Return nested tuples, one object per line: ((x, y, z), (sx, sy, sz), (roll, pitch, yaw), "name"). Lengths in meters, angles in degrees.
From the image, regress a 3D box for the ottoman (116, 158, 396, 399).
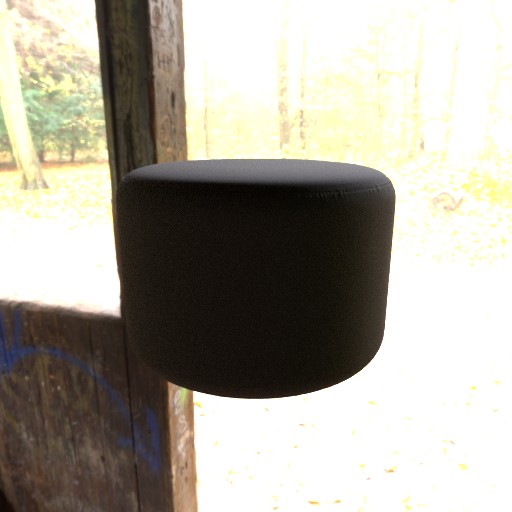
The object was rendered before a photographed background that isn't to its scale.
((0.000, 0.000, 1.042), (0.608, 0.433, 0.608), (0, 16, 0), "ottoman")
